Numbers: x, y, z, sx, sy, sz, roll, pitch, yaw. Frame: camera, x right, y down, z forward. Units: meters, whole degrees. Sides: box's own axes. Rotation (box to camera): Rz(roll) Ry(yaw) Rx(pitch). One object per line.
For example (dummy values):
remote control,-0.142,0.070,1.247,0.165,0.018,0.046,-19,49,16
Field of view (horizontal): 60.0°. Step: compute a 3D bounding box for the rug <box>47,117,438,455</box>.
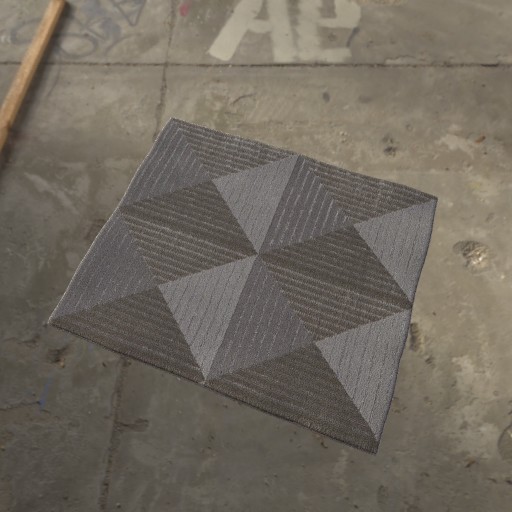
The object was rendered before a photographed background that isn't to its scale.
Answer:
rug,0.000,0.000,0.892,0.642,0.008,0.551,19,66,9
